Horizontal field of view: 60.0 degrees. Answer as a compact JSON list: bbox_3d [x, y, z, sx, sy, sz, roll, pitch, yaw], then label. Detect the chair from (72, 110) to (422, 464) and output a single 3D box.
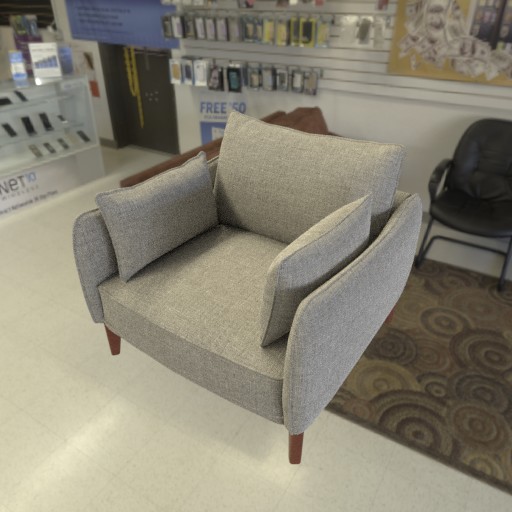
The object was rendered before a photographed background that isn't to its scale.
[{"bbox_3d":[0.000,0.000,1.704,0.993,0.839,0.976,20,37,29],"label":"chair"}]
